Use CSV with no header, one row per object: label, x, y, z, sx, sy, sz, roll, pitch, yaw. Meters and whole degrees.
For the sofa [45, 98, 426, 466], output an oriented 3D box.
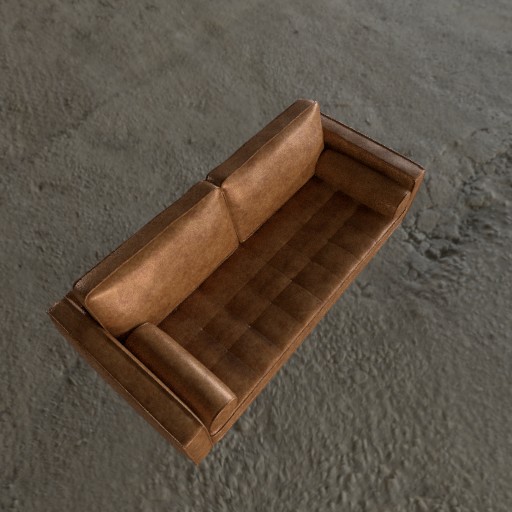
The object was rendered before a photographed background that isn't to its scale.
sofa,0.000,0.000,2.389,0.924,0.825,1.920,35,64,20
